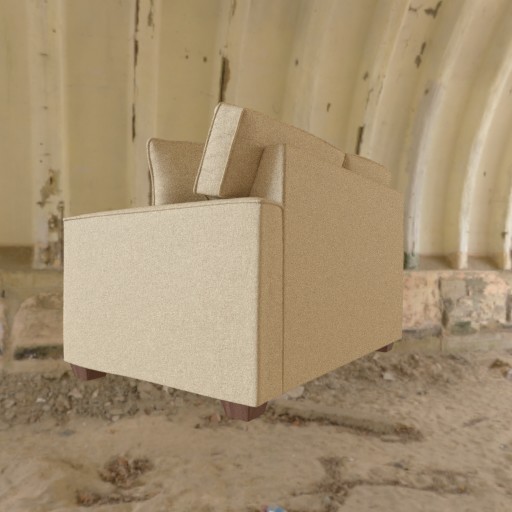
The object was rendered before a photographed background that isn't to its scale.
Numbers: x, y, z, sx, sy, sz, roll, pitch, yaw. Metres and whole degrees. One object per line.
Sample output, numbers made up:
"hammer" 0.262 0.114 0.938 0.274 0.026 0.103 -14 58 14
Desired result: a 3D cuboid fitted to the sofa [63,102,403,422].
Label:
"sofa" 0.000 0.000 2.077 0.991 0.989 1.388 -1 -1 35
